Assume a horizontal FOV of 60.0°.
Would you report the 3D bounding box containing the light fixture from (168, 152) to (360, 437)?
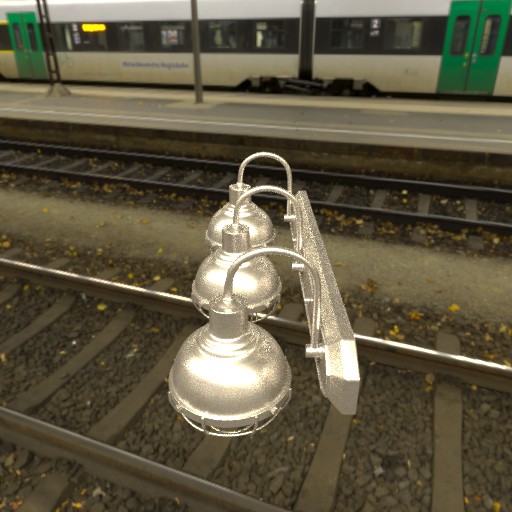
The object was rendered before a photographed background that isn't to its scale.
[{"bbox_3d":[0.000,0.000,0.771,0.229,0.254,0.634,0,26,0],"label":"light fixture"}]
